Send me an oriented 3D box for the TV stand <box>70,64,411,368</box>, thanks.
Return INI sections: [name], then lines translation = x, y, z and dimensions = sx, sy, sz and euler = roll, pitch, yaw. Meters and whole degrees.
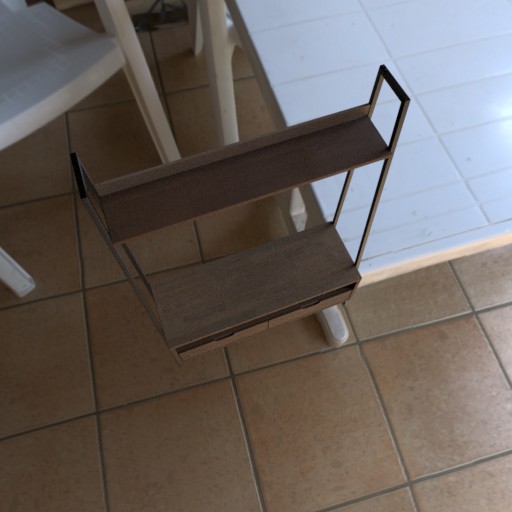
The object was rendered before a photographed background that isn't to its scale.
[TV stand]
translation = 0.000, 0.000, 2.366
dimensions = 1.250, 1.772, 0.432
euler = -19, 65, -9
